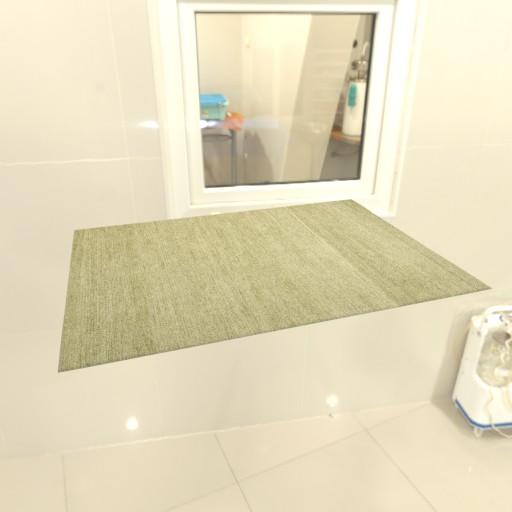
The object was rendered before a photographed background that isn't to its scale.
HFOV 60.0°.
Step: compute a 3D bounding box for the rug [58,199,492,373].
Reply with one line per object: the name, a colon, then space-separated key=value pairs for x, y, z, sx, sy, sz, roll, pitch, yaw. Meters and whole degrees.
rug: x=0.000 y=0.000 z=2.859 sx=2.270 sy=0.017 sz=1.606 roll=-8 pitch=27 yaw=-16
